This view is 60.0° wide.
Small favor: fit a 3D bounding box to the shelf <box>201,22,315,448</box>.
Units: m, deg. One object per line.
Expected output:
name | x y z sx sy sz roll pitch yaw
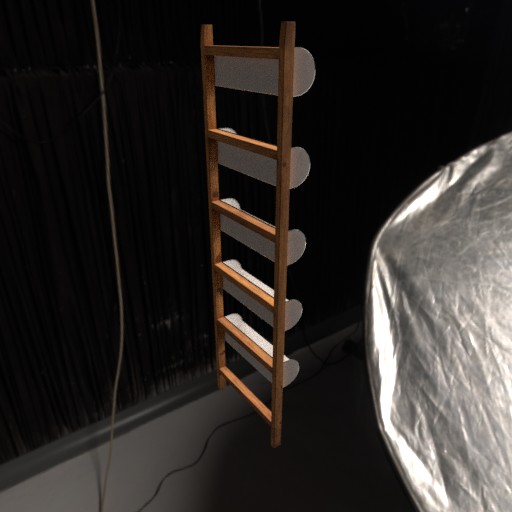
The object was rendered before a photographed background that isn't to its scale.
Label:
shelf | 0.000 0.000 1.724 0.141 1.600 0.454 -18 31 -32
